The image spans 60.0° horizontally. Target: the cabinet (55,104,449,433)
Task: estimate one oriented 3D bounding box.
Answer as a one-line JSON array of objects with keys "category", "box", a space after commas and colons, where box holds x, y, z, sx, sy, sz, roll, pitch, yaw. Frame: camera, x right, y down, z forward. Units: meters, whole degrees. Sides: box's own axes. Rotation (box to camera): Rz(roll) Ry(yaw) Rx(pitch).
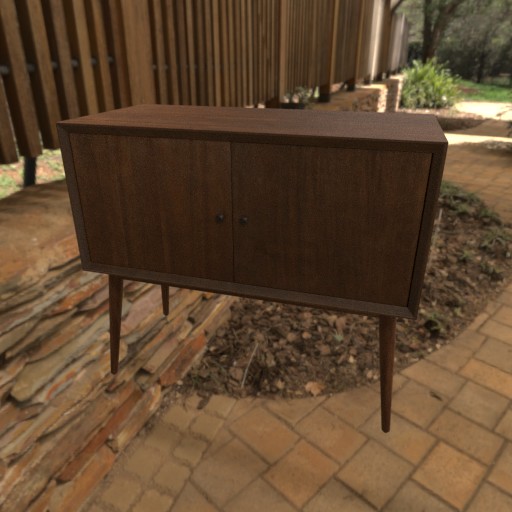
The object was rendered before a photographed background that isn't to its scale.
[{"category": "cabinet", "box": [0.000, 0.000, 1.091, 0.743, 0.654, 0.354, 7, 26, 15]}]
